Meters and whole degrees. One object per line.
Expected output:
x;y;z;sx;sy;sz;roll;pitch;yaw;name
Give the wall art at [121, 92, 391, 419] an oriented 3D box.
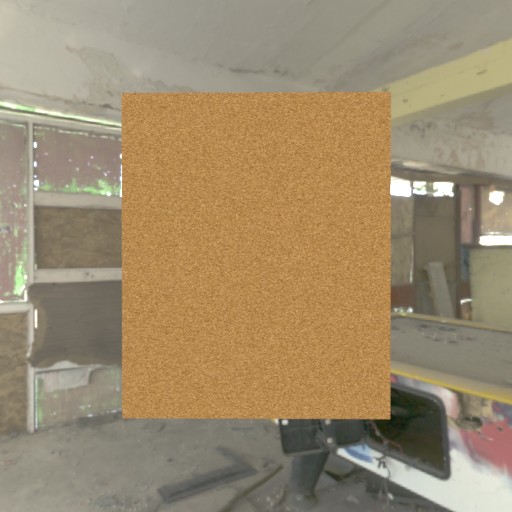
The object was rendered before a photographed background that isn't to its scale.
0.000;0.000;0.787;0.467;0.567;0.033;0;0;1;wall art
